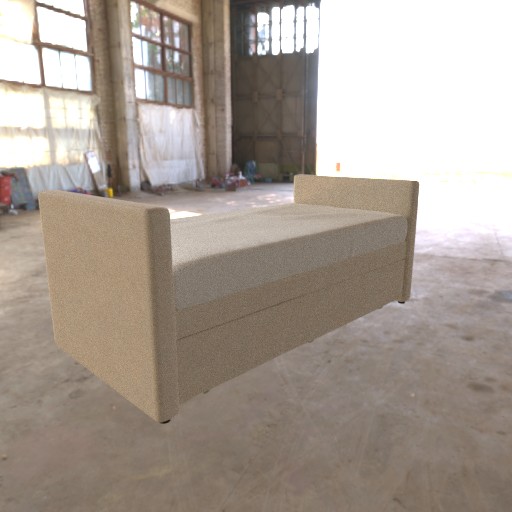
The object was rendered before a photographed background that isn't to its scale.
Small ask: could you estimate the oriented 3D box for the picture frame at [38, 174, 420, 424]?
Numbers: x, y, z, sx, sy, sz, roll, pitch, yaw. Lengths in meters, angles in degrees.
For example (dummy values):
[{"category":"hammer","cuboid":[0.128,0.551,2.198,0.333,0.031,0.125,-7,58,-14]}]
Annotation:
[{"category":"picture frame","cuboid":[0.000,0.000,2.783,1.069,0.891,2.161,13,19,43]}]
